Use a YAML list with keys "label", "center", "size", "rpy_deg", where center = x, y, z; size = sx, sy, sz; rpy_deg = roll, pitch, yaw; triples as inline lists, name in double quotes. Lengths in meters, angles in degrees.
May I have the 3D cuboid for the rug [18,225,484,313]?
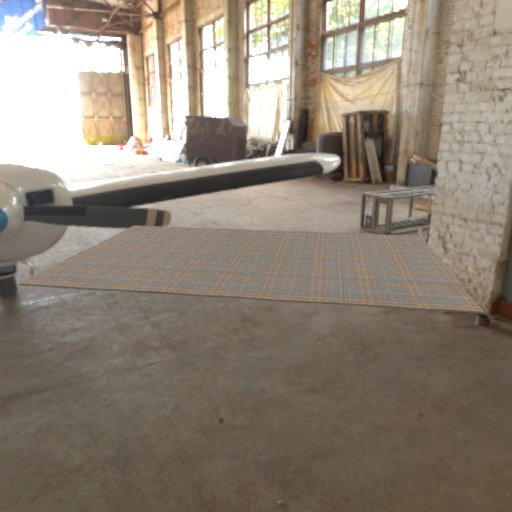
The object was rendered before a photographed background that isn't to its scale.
- label: "rug"
  center: [0.000, 0.000, 3.024]
  size: [2.460, 0.016, 1.545]
  rpy_deg: [3, 17, 9]
